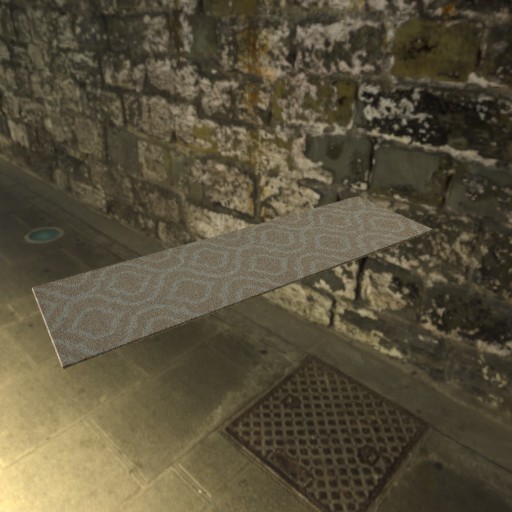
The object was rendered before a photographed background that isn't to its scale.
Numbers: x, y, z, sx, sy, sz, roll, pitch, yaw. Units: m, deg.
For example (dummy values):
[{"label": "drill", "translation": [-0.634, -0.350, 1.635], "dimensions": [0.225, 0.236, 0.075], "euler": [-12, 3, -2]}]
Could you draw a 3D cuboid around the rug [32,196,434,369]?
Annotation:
[{"label": "rug", "translation": [0.000, 0.000, 2.560], "dimensions": [2.289, 0.013, 0.691], "euler": [-18, 34, -28]}]
